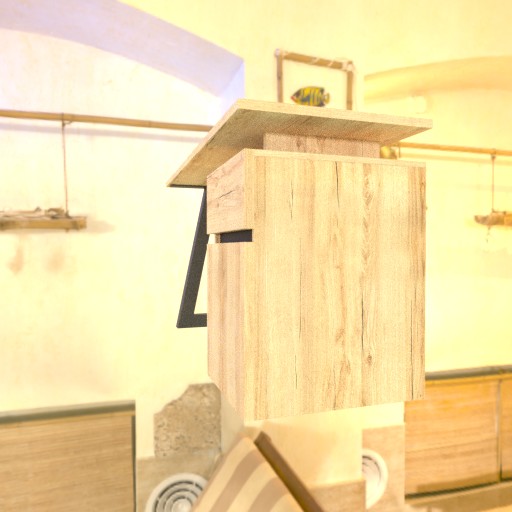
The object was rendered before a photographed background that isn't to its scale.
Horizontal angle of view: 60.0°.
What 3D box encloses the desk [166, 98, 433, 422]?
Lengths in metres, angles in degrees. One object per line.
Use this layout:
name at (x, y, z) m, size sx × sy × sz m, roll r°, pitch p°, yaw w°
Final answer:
desk at (0.000, 0.000, 1.787) m, size 0.550 × 0.760 × 1.400 m, roll 0°, pitch 1°, yaw -18°
